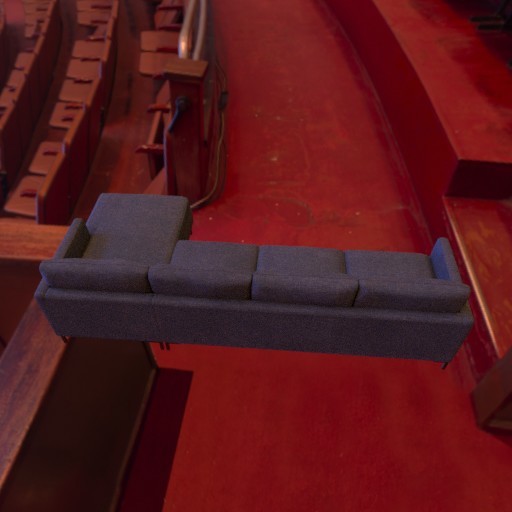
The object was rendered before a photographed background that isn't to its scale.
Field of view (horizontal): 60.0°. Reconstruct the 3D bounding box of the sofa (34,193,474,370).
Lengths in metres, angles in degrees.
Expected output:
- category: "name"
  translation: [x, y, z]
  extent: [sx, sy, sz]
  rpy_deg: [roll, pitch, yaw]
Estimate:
- category: "sofa"
  translation: [0.000, 0.000, 3.466]
  extent: [2.932, 0.810, 1.350]
  rpy_deg: [3, 46, 3]
